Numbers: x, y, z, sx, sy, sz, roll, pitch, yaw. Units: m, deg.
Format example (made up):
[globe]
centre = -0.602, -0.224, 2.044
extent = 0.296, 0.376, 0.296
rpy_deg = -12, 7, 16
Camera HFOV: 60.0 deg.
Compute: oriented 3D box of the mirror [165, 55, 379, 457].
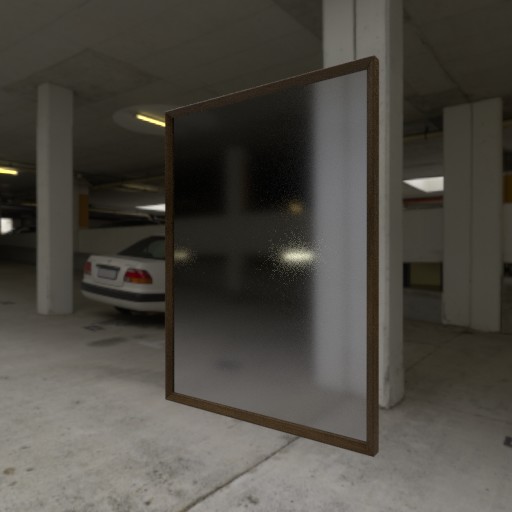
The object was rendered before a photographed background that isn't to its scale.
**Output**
[mirror]
centre = 0.000, 0.000, 1.358
extent = 0.762, 1.016, 0.041
rpy_deg = 0, 0, 36
